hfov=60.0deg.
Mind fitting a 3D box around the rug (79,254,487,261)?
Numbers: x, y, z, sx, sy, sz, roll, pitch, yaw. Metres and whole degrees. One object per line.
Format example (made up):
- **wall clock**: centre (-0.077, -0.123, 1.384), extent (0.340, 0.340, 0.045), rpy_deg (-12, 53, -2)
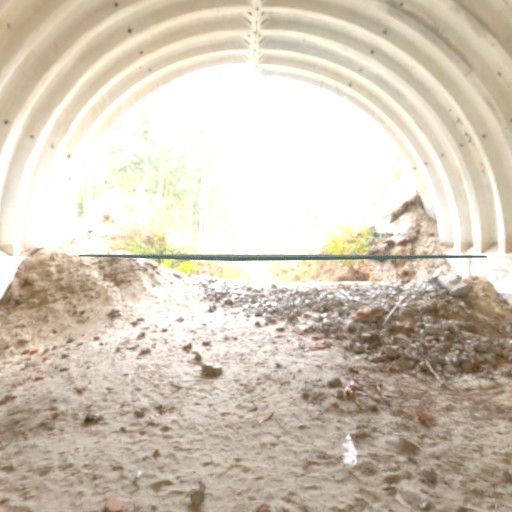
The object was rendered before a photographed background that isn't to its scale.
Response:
- **rug**: centre (0.000, 0.000, 4.003), extent (2.350, 0.018, 2.964), rpy_deg (0, 1, -35)
